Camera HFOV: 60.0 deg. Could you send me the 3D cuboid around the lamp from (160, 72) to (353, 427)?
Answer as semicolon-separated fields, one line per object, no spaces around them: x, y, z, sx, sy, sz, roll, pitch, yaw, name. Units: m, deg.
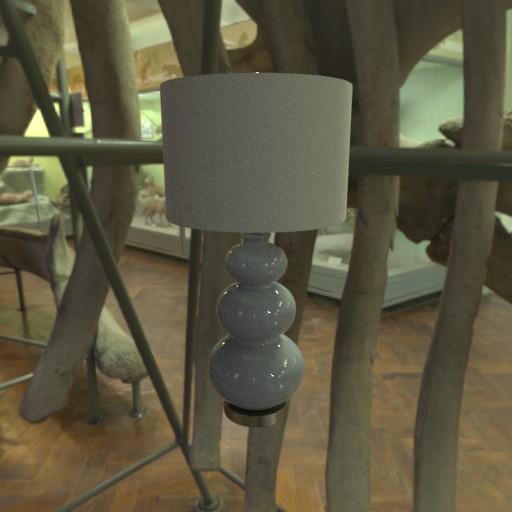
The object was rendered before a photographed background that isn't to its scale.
0.000;0.000;0.944;0.367;0.730;0.367;13;19;43;lamp
